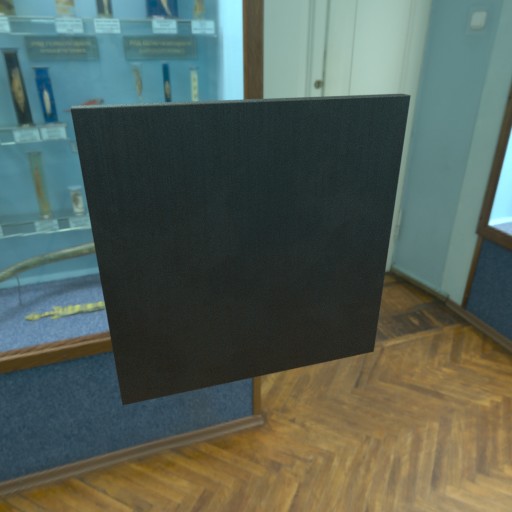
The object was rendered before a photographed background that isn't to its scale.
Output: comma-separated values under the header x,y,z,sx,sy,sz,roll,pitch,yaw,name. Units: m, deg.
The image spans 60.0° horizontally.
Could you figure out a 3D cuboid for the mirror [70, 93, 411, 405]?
x,y,z,sx,sy,sz,roll,pitch,yaw,name
0.000,0.000,0.569,0.382,0.381,0.020,-8,27,-16,mirror
